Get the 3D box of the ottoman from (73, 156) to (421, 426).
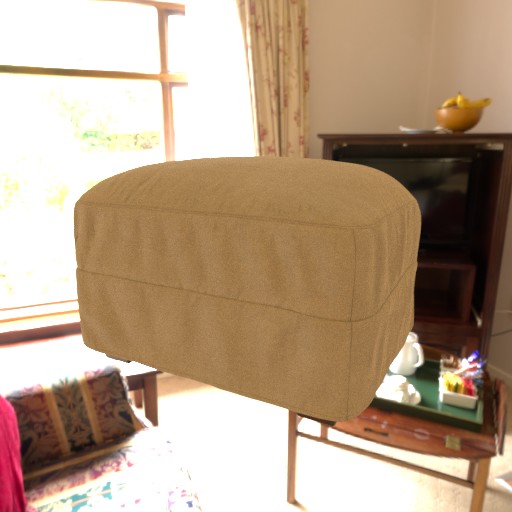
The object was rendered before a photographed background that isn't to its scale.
[{"bbox_3d":[0.000,0.000,1.093,0.712,0.480,0.584,8,16,27],"label":"ottoman"}]
